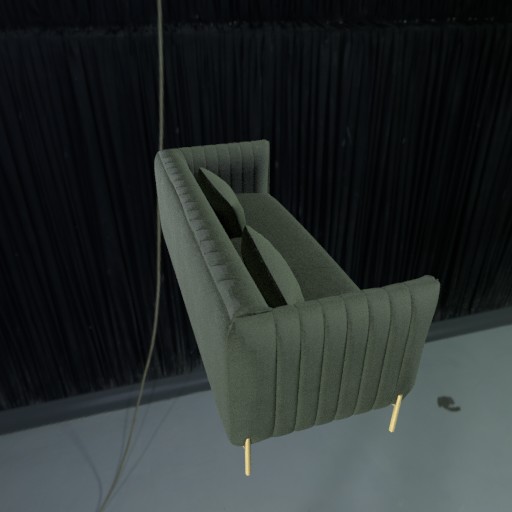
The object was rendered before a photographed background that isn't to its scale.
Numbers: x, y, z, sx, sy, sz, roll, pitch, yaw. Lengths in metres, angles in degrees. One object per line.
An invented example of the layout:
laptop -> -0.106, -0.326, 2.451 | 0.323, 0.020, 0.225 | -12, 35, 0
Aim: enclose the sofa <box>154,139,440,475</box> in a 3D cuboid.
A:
sofa -> 0.000, 0.000, 2.603 | 0.896, 0.793, 2.137 | -9, 32, -15
